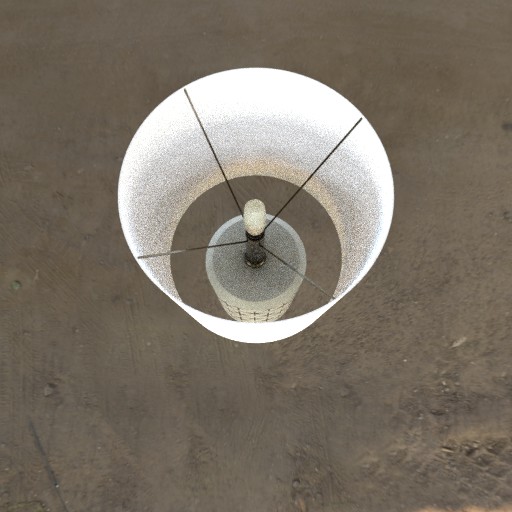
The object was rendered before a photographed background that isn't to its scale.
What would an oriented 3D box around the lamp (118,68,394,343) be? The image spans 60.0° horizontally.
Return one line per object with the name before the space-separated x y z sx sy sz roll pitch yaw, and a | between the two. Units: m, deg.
lamp | 0.000 0.000 0.533 0.206 0.416 0.206 -33 78 -8
